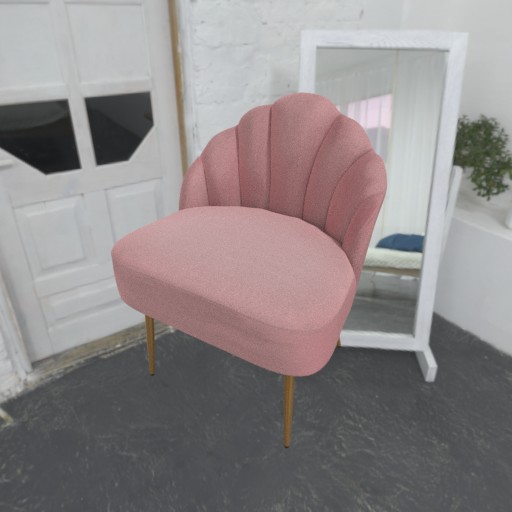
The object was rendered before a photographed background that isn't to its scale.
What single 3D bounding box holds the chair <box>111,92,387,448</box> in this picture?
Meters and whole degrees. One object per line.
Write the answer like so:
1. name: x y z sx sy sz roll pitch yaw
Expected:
1. chair: 0.000 0.000 1.290 0.657 0.819 0.599 18 35 27
